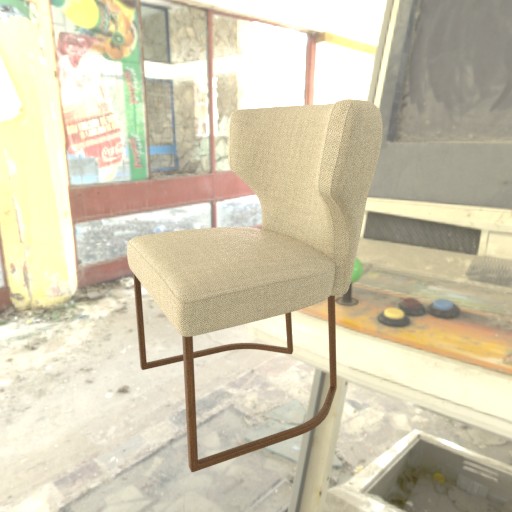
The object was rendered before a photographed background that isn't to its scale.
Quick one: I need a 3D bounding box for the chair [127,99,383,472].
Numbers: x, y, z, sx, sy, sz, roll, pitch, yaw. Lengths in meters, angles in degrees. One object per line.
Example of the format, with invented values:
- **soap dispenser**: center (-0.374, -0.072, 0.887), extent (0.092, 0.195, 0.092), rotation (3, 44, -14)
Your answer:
- **chair**: center (0.000, 0.000, 1.244), extent (0.617, 0.824, 0.611), rotation (-8, 18, -26)
